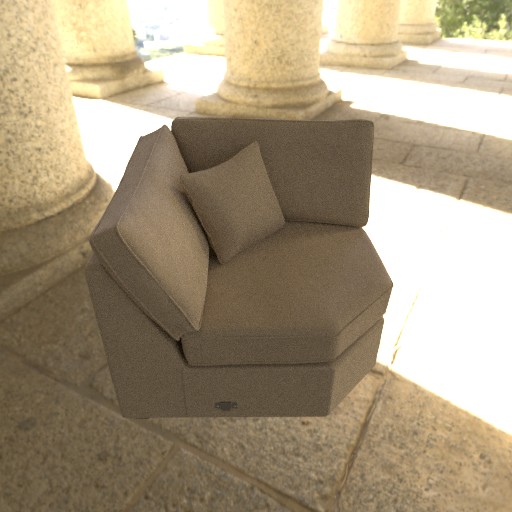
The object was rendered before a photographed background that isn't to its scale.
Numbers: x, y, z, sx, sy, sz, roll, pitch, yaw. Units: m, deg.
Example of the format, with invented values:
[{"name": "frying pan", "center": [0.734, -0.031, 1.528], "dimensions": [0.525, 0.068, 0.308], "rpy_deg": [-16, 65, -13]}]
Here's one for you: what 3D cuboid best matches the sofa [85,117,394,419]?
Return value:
[{"name": "sofa", "center": [0.000, 0.000, 1.858], "dimensions": [1.042, 0.937, 1.050], "rpy_deg": [0, 33, 0]}]
